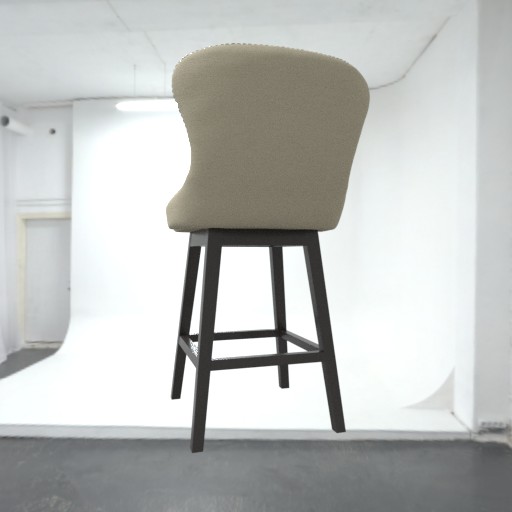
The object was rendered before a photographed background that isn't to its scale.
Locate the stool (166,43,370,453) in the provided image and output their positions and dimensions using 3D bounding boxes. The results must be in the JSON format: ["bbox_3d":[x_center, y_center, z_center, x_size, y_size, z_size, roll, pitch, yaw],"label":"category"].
[{"bbox_3d":[0.000,0.000,1.296,0.528,0.971,0.593,0,0,-18],"label":"stool"}]
